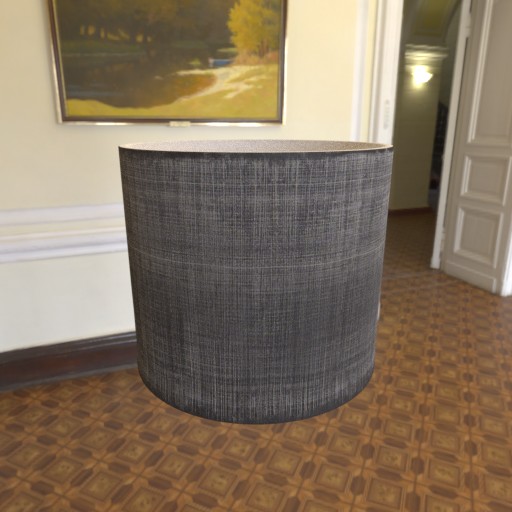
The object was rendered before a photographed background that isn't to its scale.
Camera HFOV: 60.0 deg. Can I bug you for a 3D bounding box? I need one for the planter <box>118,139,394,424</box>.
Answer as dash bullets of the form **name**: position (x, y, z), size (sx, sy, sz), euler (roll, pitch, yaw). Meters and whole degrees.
- **planter**: position (0.000, 0.000, 0.321), size (0.178, 0.157, 0.178), euler (0, 17, 0)
